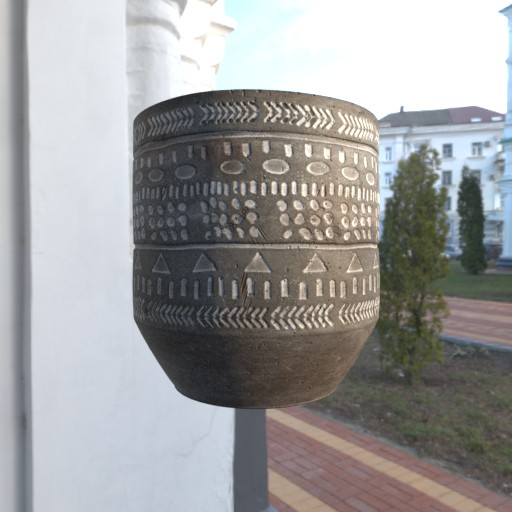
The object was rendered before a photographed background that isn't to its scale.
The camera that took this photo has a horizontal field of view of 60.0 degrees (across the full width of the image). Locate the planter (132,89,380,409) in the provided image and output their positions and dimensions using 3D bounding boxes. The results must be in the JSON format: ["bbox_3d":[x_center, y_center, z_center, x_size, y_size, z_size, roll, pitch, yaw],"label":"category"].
[{"bbox_3d":[0.000,0.000,0.226,0.122,0.128,0.122,0,1,0],"label":"planter"}]
